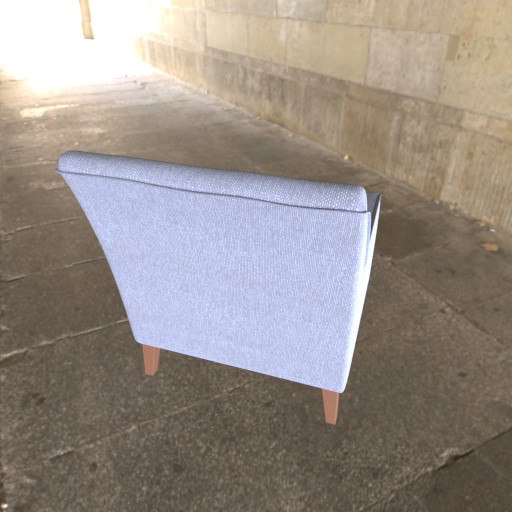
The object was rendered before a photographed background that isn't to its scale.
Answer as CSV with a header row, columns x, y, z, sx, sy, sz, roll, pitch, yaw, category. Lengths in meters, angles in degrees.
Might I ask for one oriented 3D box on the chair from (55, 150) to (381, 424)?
x,y,z,sx,sy,sz,roll,pitch,yaw,category
0.000,0.000,1.569,0.780,0.919,0.899,10,32,16,chair
